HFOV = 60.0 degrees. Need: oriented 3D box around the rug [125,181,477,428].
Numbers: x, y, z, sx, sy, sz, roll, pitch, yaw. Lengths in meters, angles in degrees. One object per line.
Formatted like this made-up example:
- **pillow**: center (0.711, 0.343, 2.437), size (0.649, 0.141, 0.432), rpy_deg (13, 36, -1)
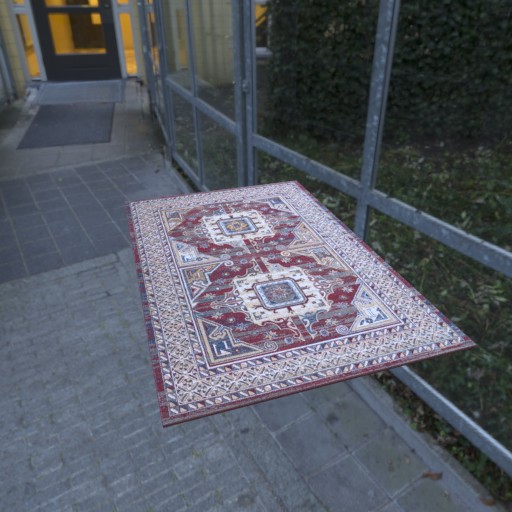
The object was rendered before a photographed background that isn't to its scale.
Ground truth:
- **rug**: center (0.000, 0.000, 5.778), size (3.033, 0.033, 4.578), rpy_deg (-9, 32, -15)
